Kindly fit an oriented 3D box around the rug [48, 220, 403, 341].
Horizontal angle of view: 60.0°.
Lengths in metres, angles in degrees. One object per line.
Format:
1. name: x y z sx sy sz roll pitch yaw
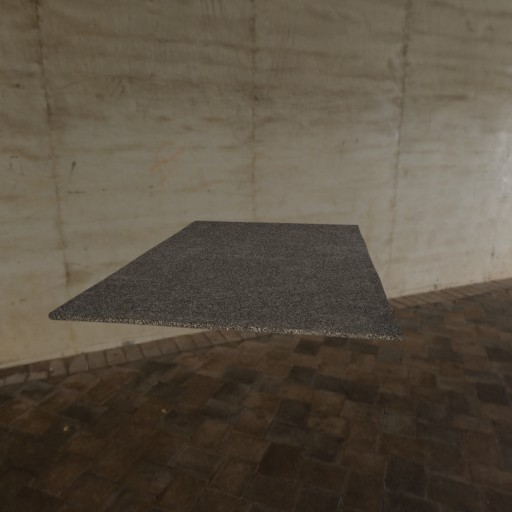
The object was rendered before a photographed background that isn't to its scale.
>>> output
1. rug: 0.000 0.000 2.947 1.502 0.025 2.350 2 15 8
